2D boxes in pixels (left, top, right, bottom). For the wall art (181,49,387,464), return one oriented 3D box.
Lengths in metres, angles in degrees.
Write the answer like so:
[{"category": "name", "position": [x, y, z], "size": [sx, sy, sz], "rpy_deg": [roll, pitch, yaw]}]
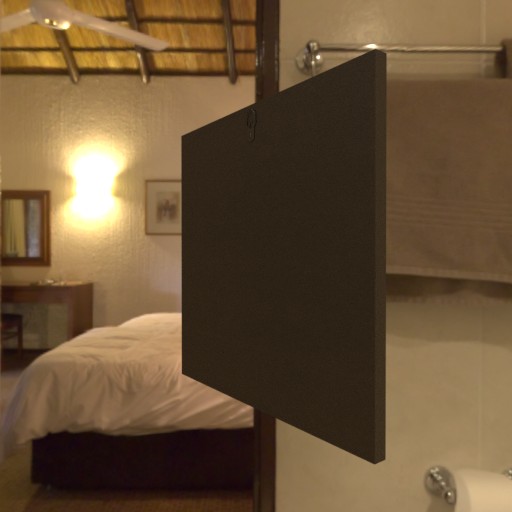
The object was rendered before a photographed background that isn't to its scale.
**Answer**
[{"category": "wall art", "position": [0.000, 0.000, 1.188], "size": [0.043, 0.807, 0.805], "rpy_deg": [0, 1, -37]}]
